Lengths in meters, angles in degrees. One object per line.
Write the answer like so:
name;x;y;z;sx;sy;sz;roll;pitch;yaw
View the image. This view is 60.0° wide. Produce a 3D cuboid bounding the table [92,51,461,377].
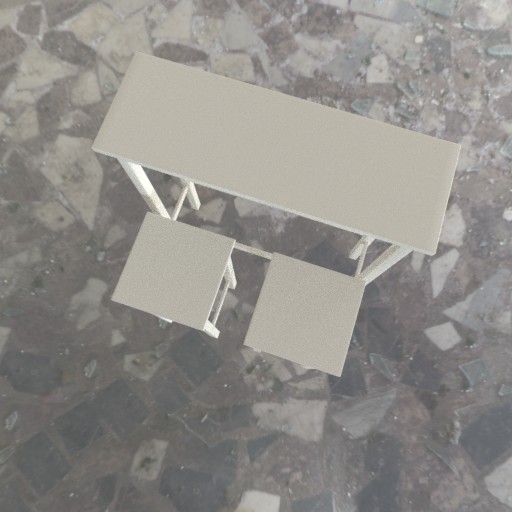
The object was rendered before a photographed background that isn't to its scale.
table;0.000;0.000;1.632;0.915;1.065;0.650;18;77;4
